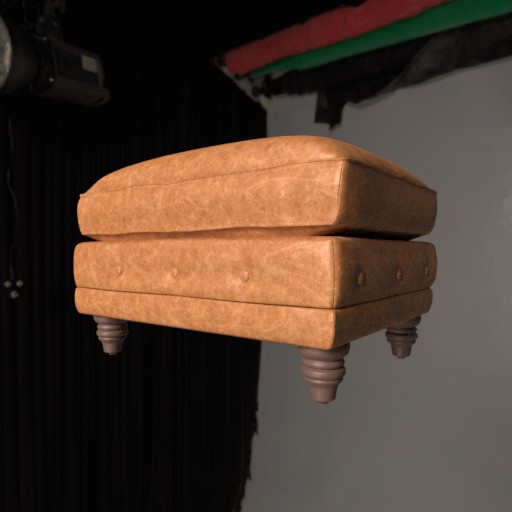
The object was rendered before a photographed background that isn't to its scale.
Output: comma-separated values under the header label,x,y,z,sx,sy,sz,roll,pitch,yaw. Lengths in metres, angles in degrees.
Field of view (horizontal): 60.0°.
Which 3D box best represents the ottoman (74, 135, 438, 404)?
label,x,y,z,sx,sy,sz,roll,pitch,yaw
ottoman,0.000,0.000,1.061,0.710,0.480,0.533,0,1,37
